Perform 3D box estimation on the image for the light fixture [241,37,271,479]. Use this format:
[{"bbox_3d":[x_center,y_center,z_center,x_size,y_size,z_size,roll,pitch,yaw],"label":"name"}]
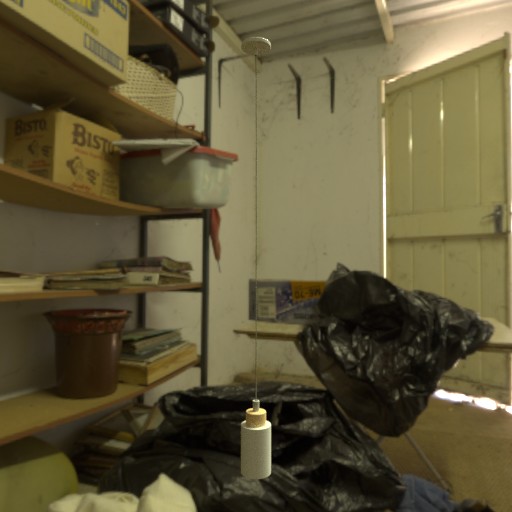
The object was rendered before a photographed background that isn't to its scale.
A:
[{"bbox_3d":[0.000,0.000,1.864,0.125,1.798,0.125,0,-1,0],"label":"light fixture"}]
